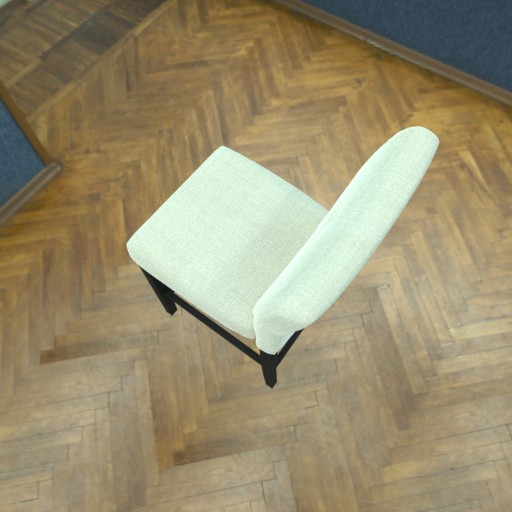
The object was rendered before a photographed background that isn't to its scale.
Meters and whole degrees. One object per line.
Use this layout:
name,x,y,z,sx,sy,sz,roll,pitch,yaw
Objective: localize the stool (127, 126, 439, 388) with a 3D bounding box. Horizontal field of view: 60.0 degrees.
stool,0.000,0.000,1.303,0.603,0.972,0.514,33,68,15
